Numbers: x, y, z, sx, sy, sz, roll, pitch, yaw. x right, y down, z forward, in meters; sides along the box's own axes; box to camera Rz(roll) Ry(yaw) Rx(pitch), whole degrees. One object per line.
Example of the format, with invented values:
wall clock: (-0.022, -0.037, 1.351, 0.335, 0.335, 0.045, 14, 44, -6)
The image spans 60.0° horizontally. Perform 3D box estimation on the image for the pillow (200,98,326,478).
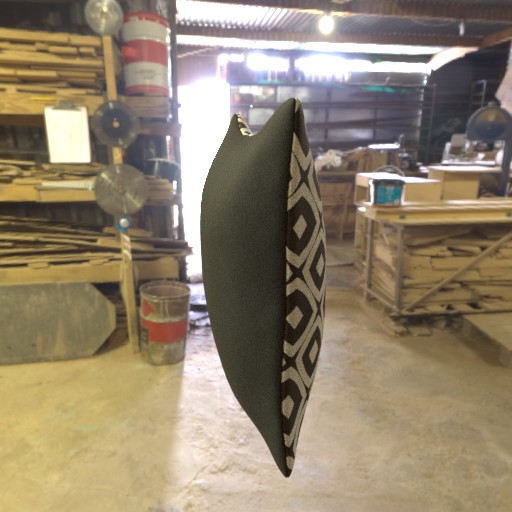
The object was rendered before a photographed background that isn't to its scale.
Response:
pillow: (0.000, 0.000, 0.777, 0.188, 0.494, 0.504, -3, 16, -9)
